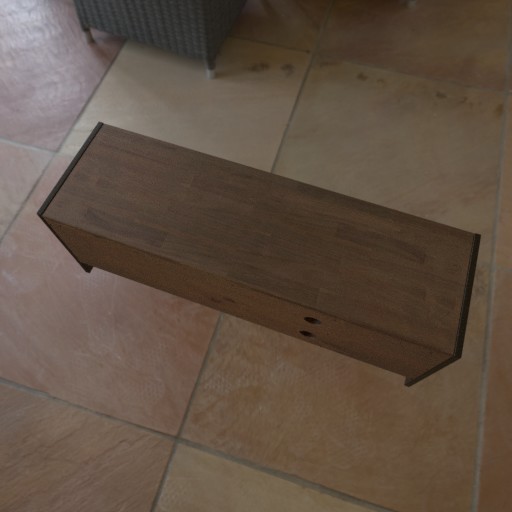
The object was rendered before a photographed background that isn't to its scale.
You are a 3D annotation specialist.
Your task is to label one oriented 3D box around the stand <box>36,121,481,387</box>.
[{"bbox_3d":[0.000,0.000,1.764,1.480,0.506,0.454,18,65,9],"label":"stand"}]
